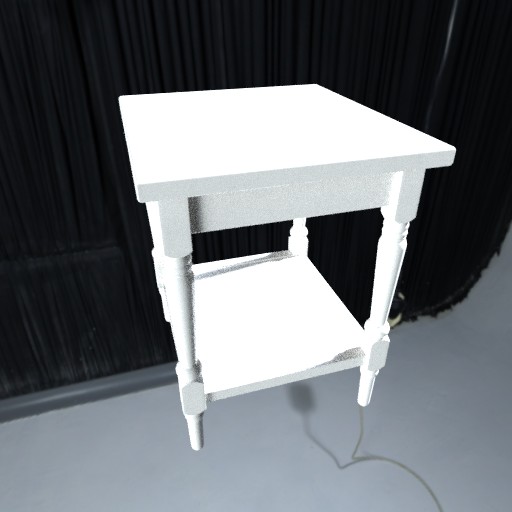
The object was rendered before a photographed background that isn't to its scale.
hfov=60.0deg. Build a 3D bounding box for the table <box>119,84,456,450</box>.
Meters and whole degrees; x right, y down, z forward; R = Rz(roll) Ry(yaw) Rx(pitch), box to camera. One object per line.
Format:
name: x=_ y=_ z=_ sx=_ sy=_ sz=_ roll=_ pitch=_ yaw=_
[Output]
table: x=0.000 y=0.000 z=0.913 sx=0.442 sy=0.565 sz=0.488 roll=-9 pitch=33 yaw=-14
